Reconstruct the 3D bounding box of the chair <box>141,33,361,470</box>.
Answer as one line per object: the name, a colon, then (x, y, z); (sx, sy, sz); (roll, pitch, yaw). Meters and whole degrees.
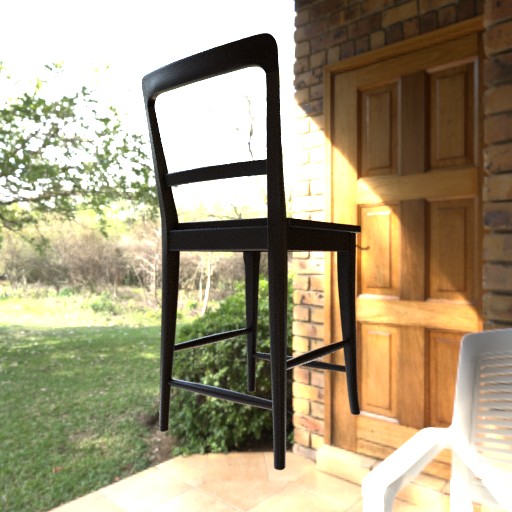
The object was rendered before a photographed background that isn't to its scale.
chair: (0.000, 0.000, 1.293); (0.450, 0.991, 0.546); (0, 0, 35)
